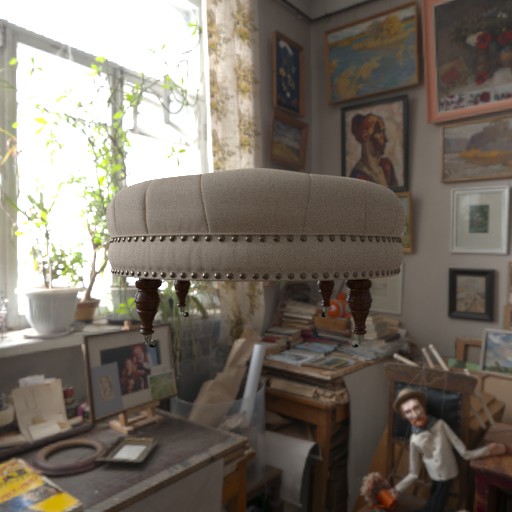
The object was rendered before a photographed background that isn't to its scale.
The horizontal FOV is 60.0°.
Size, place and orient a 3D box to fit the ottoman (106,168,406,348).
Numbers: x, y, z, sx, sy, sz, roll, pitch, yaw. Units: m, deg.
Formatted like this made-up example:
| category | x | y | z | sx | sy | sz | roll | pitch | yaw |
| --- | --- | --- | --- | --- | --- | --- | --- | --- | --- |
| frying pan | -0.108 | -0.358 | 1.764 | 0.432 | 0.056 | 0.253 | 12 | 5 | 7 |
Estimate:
| category | x | y | z | sx | sy | sz | roll | pitch | yaw |
| --- | --- | --- | --- | --- | --- | --- | --- | --- | --- |
| ottoman | 0.000 | 0.000 | 1.453 | 0.940 | 0.483 | 0.940 | 0 | 1 | 0 |
